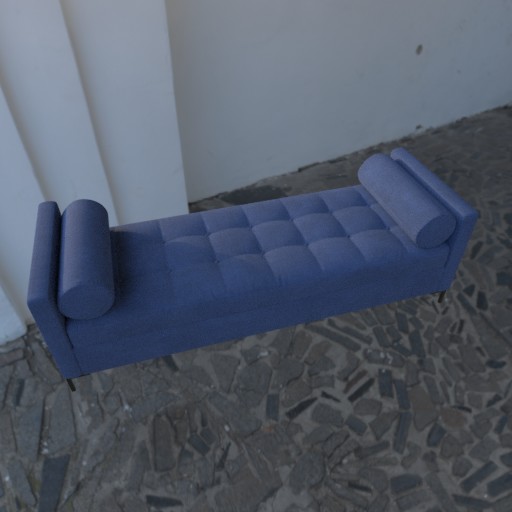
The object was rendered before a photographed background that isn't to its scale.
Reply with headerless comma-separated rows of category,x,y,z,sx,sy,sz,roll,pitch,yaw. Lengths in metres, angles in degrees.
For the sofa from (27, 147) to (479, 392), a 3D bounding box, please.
sofa,0.000,0.000,2.288,1.981,0.635,0.686,-11,42,-12
